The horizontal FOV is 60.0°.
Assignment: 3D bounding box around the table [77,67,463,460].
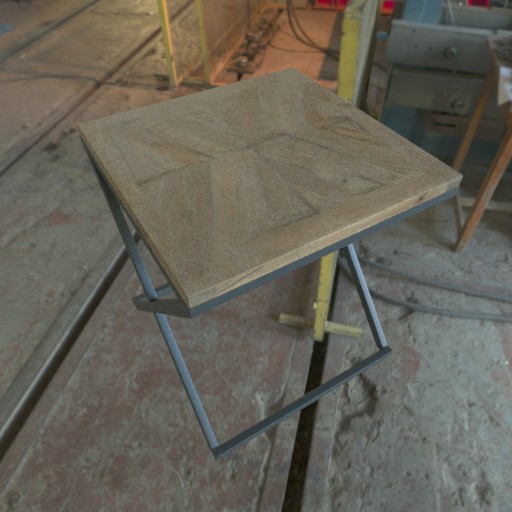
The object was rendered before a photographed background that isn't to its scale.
[{"bbox_3d":[0.000,0.000,0.979,0.499,0.550,0.498,-24,50,-21],"label":"table"}]
